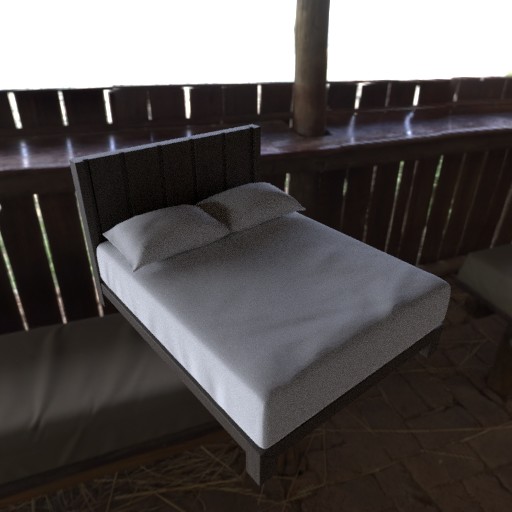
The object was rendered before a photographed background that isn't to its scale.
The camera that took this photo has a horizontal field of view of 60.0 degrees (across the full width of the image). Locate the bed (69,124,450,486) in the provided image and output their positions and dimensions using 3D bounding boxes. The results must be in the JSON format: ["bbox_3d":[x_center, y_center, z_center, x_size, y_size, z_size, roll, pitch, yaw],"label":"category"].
[{"bbox_3d":[0.000,0.000,3.287,1.727,1.270,2.242,-22,36,-33],"label":"bed"}]
